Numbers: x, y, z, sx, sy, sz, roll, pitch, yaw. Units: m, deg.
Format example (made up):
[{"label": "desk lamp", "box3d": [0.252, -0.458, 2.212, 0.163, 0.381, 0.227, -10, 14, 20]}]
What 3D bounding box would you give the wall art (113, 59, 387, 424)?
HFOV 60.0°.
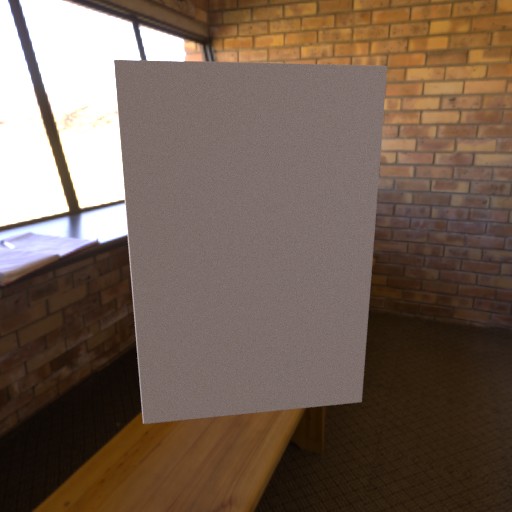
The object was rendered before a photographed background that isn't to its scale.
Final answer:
[{"label": "wall art", "box3d": [0.000, 0.000, 1.471, 0.808, 1.183, 0.038, -3, 16, -9]}]
